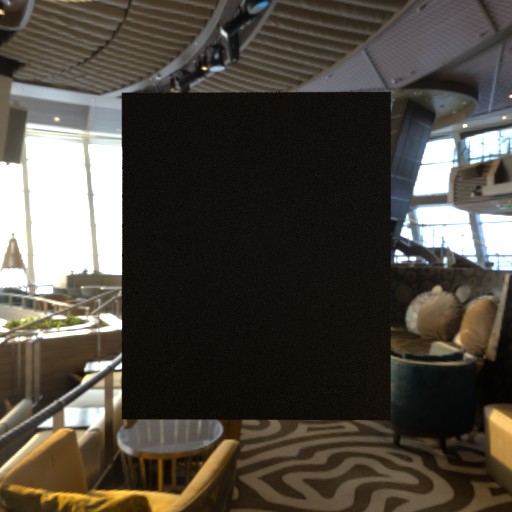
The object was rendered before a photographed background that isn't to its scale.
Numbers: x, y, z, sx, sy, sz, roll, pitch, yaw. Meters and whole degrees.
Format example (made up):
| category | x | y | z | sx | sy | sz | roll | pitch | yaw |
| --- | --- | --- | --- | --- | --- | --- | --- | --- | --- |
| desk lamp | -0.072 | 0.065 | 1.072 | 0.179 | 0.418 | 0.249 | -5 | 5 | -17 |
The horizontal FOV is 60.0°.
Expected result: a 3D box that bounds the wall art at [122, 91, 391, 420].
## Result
| category | x | y | z | sx | sy | sz | roll | pitch | yaw |
| --- | --- | --- | --- | --- | --- | --- | --- | --- | --- |
| wall art | 0.000 | 0.000 | 0.766 | 0.457 | 0.557 | 0.028 | 0 | 0 | 0 |
